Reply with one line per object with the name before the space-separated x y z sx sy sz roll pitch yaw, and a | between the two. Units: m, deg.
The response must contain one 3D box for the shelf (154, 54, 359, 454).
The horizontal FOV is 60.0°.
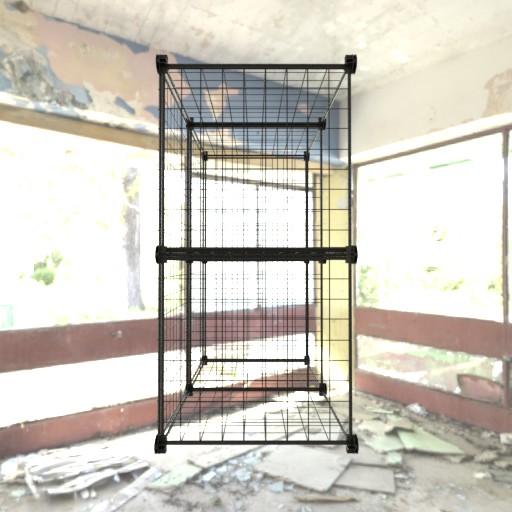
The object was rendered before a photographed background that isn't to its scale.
shelf | 0.000 0.000 1.130 0.356 0.711 0.711 0 -1 0
